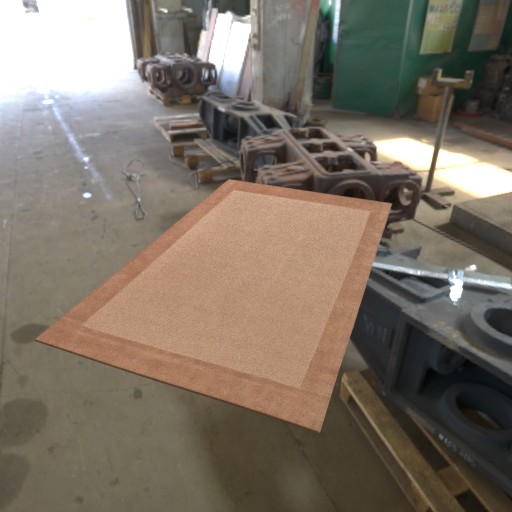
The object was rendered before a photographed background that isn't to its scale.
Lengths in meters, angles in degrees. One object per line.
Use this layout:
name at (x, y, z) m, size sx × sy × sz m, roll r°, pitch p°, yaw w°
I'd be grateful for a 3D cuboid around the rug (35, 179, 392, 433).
rug at (0.000, 0.000, 3.035) m, size 1.524 × 0.014 × 2.438 m, roll 12°, pitch 33°, yaw 18°
